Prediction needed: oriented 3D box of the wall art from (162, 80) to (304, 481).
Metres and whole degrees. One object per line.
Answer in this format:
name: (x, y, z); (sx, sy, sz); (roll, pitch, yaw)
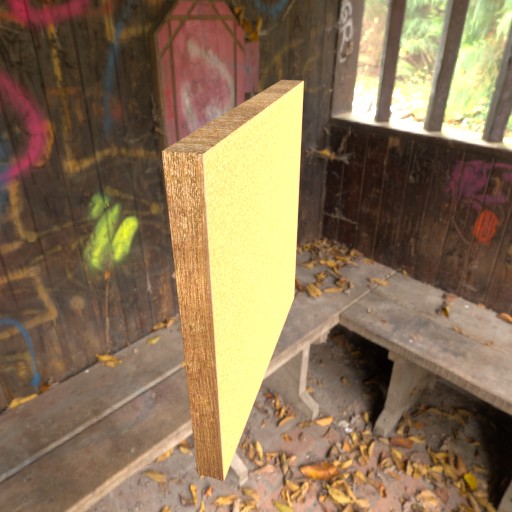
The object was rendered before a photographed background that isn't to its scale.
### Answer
wall art: (0.000, 0.000, 0.612); (0.039, 0.403, 0.406); (8, 30, 14)
